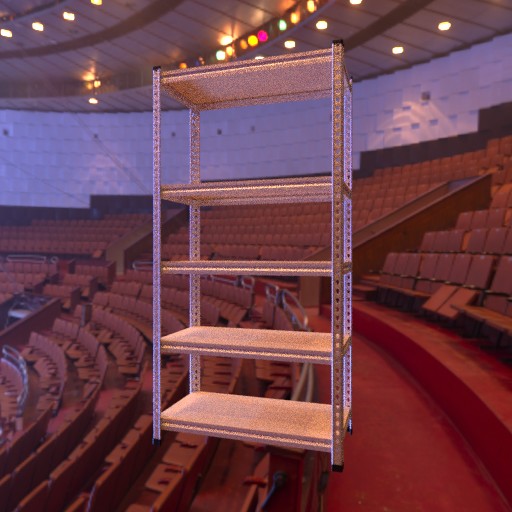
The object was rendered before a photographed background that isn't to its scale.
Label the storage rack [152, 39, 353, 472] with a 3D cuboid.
[{"bbox_3d":[0.000,0.000,2.224,0.914,1.829,0.457,0,0,18],"label":"storage rack"}]
